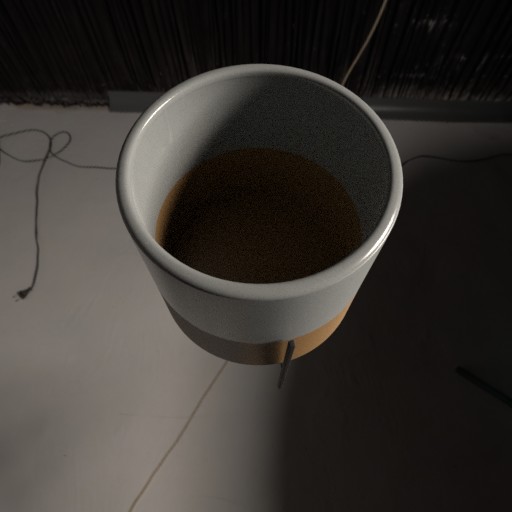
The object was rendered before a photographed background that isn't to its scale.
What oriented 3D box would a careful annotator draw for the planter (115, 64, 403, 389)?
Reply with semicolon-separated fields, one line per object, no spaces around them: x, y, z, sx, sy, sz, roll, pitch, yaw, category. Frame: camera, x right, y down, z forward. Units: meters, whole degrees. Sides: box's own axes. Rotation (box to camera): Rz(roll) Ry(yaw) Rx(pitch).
0.000;0.000;0.654;0.310;0.432;0.310;1;64;0;planter
